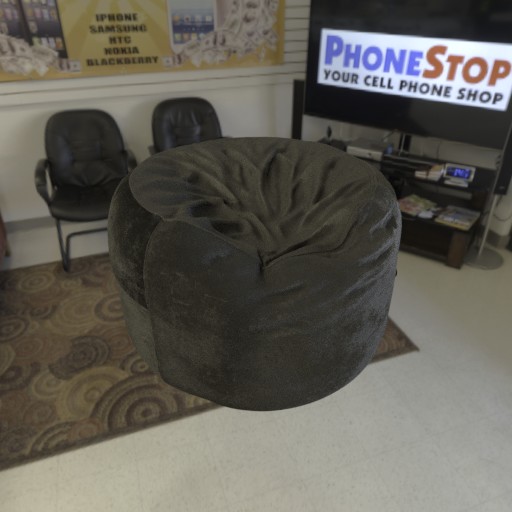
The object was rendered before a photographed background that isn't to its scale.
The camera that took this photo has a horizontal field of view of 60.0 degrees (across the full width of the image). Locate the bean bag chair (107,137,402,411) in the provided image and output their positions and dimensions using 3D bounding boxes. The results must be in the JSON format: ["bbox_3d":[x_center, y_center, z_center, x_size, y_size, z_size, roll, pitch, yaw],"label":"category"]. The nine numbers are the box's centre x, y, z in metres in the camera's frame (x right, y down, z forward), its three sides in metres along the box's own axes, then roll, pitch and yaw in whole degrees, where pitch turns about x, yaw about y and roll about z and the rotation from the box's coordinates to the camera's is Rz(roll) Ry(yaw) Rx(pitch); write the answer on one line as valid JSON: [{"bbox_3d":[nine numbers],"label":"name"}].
[{"bbox_3d":[0.000,0.000,1.489,0.918,0.605,0.918,0,32,0],"label":"bean bag chair"}]
